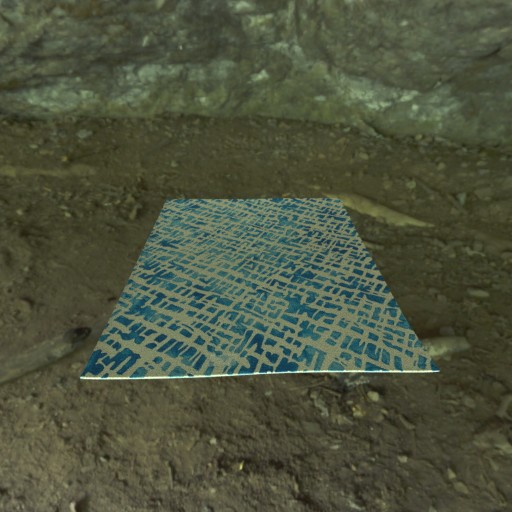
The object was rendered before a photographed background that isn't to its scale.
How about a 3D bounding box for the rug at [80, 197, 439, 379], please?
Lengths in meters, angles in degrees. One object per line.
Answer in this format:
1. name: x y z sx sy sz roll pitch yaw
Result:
1. rug: 0.000 0.000 2.300 1.209 0.011 1.830 -1 26 -1
